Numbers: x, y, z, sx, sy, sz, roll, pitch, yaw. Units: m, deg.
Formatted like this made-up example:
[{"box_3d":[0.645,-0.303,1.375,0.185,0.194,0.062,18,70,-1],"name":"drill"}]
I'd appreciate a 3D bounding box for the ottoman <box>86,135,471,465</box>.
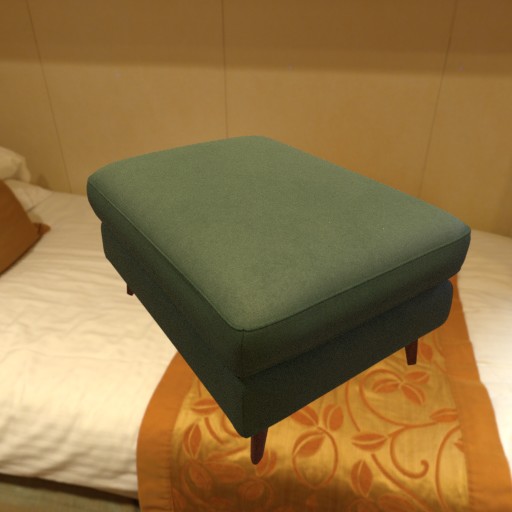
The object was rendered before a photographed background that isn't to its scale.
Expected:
[{"box_3d":[0.000,0.000,1.140,0.608,0.449,0.811,-20,36,-29],"name":"ottoman"}]
